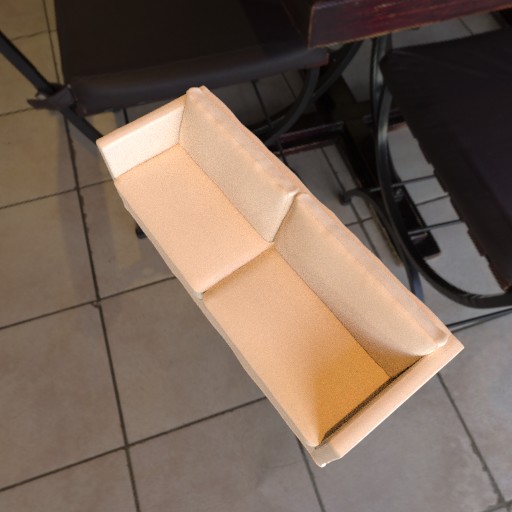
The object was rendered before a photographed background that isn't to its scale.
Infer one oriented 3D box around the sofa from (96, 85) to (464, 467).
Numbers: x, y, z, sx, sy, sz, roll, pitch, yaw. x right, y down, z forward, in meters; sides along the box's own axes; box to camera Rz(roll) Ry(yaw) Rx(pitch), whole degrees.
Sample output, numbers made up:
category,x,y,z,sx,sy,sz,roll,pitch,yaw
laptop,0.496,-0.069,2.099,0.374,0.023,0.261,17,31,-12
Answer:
category,x,y,z,sx,sy,sz,roll,pitch,yaw
sofa,0.000,0.000,3.265,1.036,0.999,2.779,-34,67,-16
